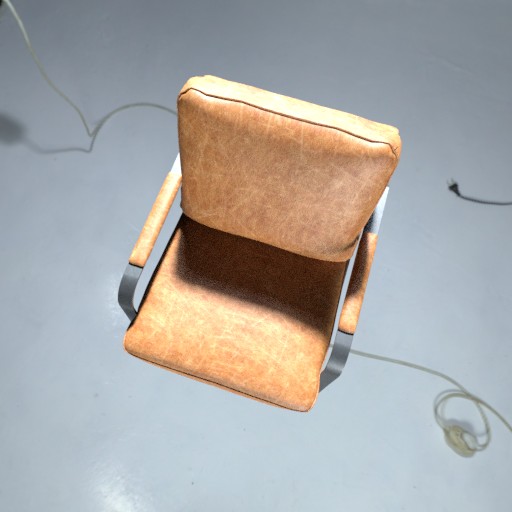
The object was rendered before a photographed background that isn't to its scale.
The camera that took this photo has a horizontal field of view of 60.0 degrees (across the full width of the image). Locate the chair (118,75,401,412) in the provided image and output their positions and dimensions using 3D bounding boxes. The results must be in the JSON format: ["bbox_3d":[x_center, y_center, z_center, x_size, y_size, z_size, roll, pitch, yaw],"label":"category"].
[{"bbox_3d":[0.000,0.000,1.343,0.651,0.777,0.801,17,76,5],"label":"chair"}]
